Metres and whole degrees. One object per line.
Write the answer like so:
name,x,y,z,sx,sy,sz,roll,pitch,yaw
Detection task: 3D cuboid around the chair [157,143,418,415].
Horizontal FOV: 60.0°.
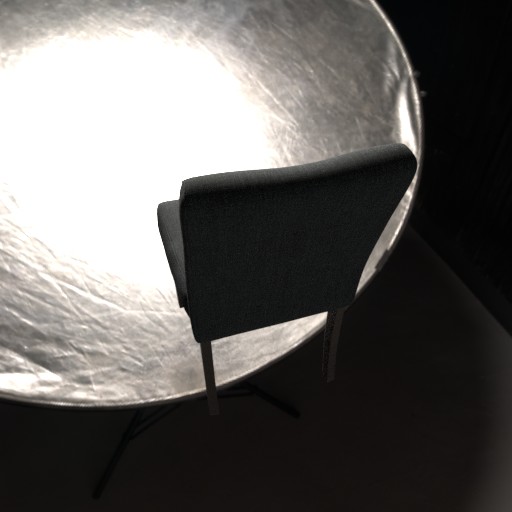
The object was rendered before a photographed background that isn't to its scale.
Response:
chair,0.000,0.000,1.255,0.487,0.884,0.629,-12,43,-13
